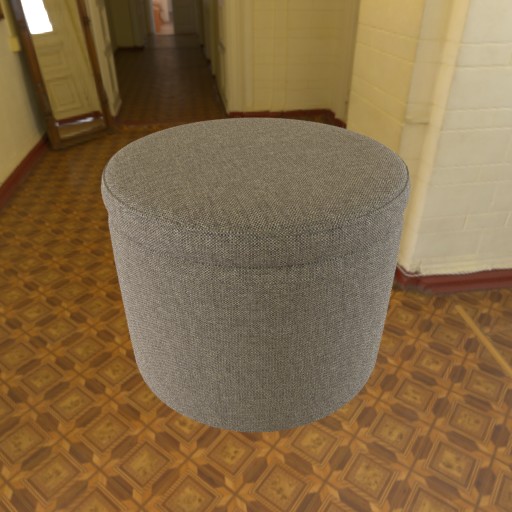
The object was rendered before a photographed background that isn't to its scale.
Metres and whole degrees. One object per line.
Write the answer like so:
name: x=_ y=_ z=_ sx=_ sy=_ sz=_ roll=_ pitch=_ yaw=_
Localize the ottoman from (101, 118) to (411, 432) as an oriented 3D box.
ottoman: x=0.000 y=0.000 z=0.866 sx=0.520 sy=0.430 sz=0.520 roll=0 pitch=32 yaw=0
